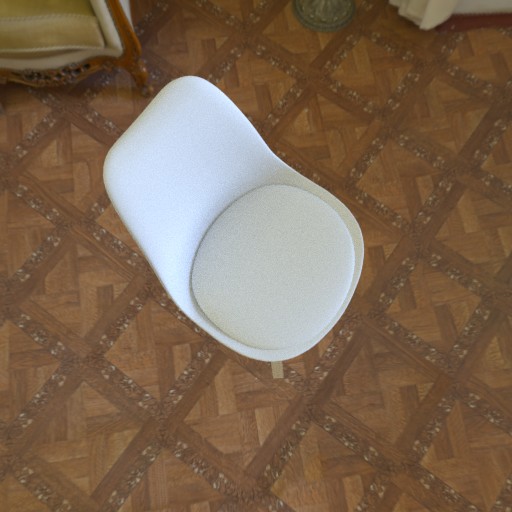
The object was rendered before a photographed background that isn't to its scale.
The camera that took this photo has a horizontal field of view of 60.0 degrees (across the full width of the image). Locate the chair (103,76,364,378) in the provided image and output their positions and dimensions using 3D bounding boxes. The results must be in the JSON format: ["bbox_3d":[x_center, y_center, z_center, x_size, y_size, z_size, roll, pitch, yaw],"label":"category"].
[{"bbox_3d":[0.000,0.000,1.199,0.550,0.850,0.485,34,77,9],"label":"chair"}]
